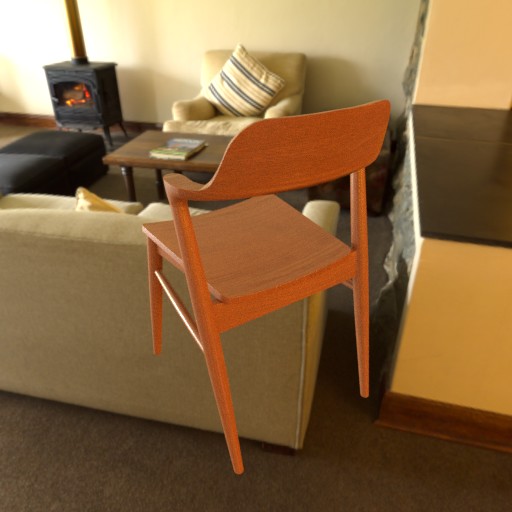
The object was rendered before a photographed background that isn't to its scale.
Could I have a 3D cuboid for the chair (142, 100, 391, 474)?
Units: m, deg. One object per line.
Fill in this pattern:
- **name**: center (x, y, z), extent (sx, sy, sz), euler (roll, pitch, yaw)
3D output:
- **chair**: center (0.000, 0.000, 1.108), extent (0.496, 0.801, 0.499), euler (-19, 36, -28)
